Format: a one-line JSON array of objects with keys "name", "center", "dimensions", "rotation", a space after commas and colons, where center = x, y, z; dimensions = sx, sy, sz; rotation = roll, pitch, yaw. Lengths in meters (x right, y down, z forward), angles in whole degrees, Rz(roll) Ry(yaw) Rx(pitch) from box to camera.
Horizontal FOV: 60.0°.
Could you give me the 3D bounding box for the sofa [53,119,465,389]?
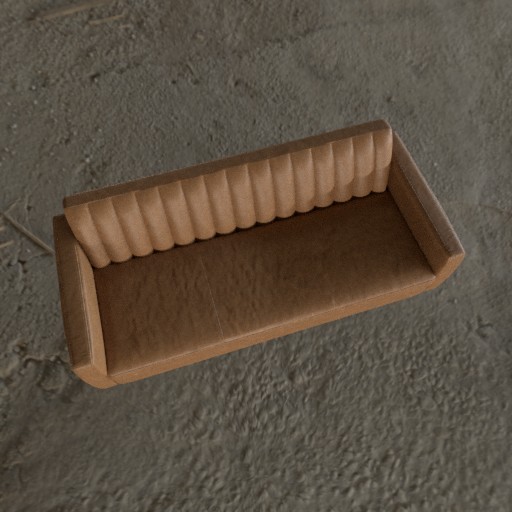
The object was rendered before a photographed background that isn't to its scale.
[{"name": "sofa", "center": [0.000, 0.000, 2.771], "dimensions": [2.291, 0.821, 0.990], "rotation": [-16, 65, -8]}]
